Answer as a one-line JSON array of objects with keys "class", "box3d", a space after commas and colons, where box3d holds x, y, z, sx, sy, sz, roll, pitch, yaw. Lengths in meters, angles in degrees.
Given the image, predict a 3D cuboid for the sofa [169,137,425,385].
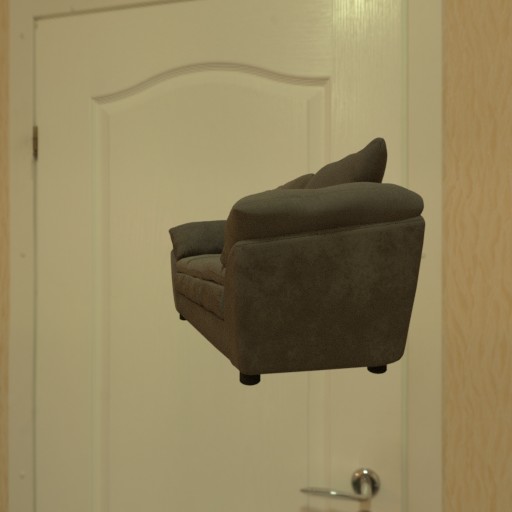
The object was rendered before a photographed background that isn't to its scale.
[{"class": "sofa", "box3d": [0.000, 0.000, 2.874, 0.878, 1.073, 2.336, 0, 0, -17]}]
